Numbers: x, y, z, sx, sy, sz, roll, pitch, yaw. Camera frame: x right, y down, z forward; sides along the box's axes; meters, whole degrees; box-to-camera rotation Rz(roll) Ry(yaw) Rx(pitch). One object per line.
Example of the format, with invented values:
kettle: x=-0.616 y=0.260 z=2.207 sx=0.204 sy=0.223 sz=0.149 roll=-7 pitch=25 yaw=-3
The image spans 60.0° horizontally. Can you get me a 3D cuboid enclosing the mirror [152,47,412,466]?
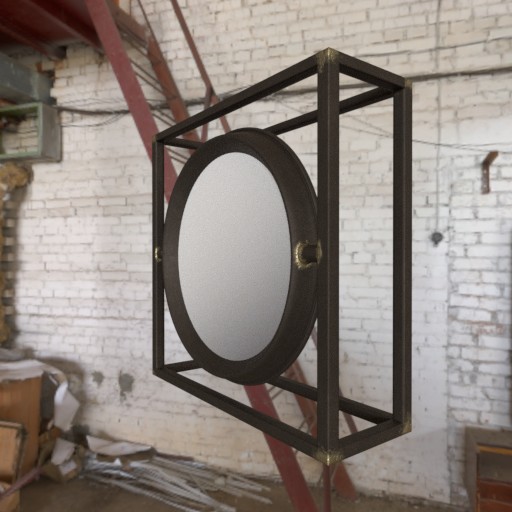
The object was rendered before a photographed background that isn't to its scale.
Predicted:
mirror: x=0.000 y=0.000 z=0.472 sx=0.107 sy=0.303 sz=0.306 roll=0 pitch=0 yaw=-37
